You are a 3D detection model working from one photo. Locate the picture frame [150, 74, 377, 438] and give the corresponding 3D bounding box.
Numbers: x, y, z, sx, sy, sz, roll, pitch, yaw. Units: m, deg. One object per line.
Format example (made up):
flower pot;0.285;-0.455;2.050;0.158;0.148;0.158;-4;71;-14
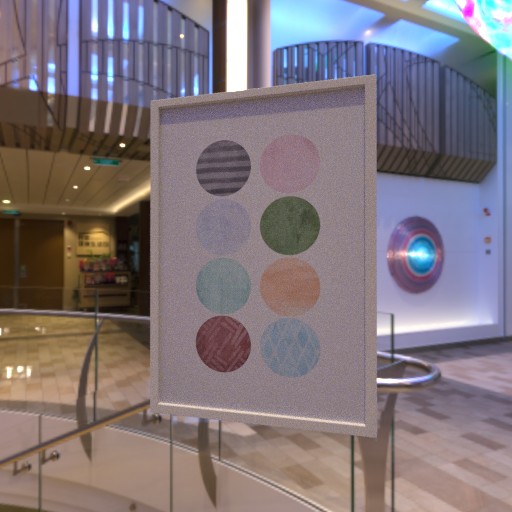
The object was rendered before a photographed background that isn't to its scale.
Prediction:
picture frame;0.000;0.000;0.580;0.305;0.434;0.013;0;0;17
